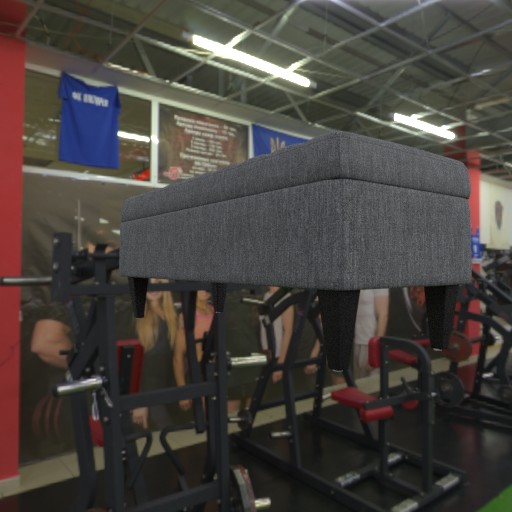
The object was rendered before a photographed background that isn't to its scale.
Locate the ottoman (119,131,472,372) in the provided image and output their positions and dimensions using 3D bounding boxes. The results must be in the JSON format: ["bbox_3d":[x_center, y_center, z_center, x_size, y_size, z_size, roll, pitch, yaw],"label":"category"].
[{"bbox_3d":[0.000,0.000,1.394,0.482,0.469,1.151,1,-1,-36],"label":"ottoman"}]
